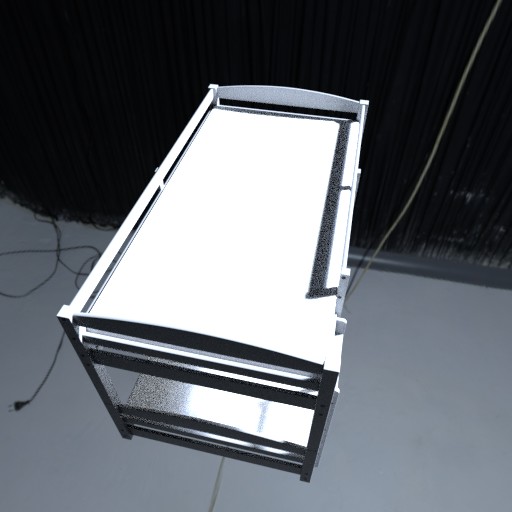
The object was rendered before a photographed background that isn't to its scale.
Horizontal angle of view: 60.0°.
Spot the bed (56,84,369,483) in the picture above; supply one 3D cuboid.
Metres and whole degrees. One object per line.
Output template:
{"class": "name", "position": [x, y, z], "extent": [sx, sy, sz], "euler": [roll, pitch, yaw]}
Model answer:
{"class": "bed", "position": [0.000, 0.000, 2.683], "extent": [1.105, 1.206, 2.013], "euler": [9, 47, 9]}
